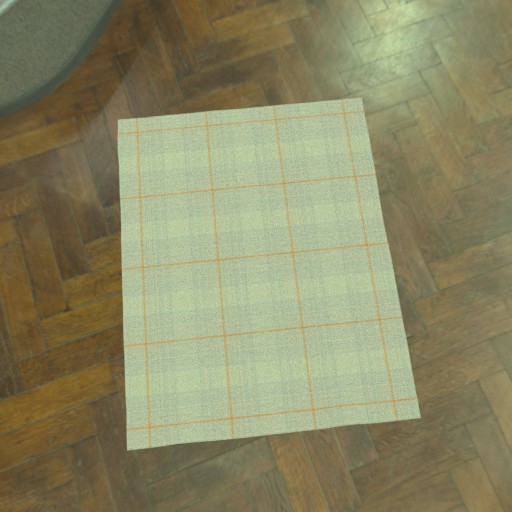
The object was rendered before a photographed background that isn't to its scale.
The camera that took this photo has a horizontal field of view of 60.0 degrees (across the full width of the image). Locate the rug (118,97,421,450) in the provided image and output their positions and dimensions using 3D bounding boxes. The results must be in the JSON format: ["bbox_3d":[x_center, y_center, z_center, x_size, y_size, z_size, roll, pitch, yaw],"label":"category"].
[{"bbox_3d":[0.000,0.000,4.030,2.448,0.021,3.051,-6,76,-1],"label":"rug"}]
